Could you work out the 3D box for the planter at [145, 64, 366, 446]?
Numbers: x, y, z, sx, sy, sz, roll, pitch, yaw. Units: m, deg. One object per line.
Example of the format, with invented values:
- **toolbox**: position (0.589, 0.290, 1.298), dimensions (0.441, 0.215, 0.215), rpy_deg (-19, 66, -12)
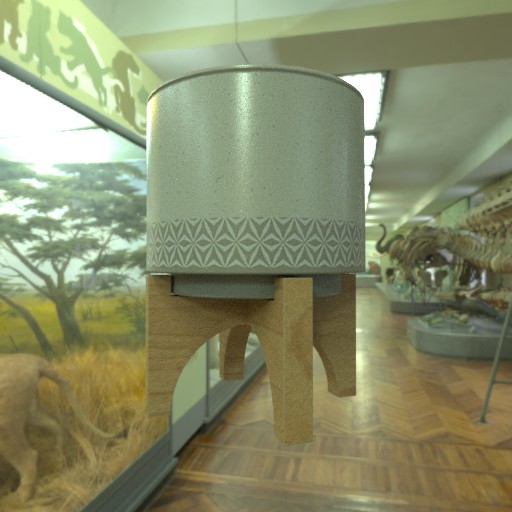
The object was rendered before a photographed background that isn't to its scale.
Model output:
- **planter**: position (0.000, 0.000, 0.270), dimensions (0.130, 0.178, 0.130), rpy_deg (0, -1, 0)
